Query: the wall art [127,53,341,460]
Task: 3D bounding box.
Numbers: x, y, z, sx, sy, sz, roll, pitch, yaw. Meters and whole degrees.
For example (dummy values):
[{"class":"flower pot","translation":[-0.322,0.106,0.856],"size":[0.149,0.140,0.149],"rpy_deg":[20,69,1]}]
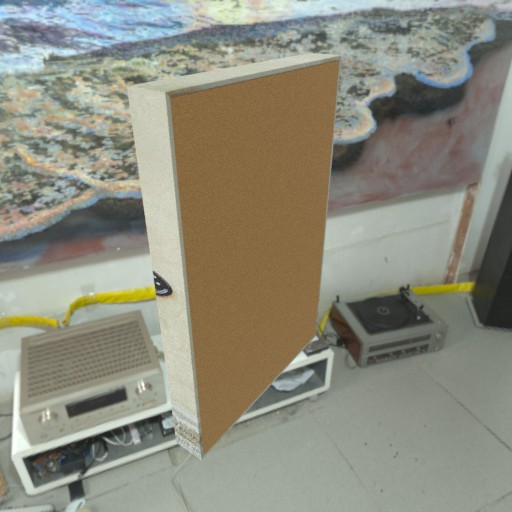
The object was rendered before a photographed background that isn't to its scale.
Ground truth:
[{"class":"wall art","translation":[0.000,0.000,0.483],"size":[0.038,0.381,0.254],"rpy_deg":[20,36,30]}]
